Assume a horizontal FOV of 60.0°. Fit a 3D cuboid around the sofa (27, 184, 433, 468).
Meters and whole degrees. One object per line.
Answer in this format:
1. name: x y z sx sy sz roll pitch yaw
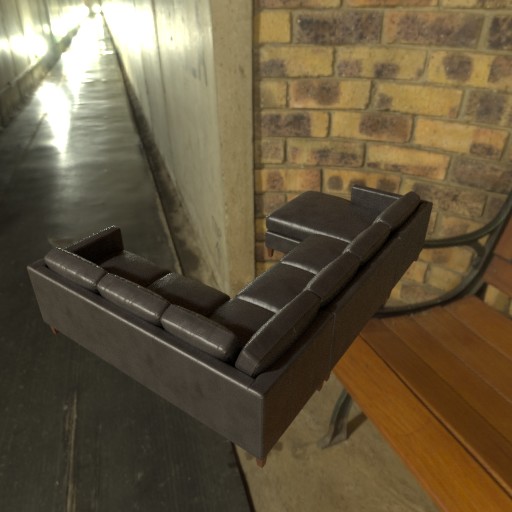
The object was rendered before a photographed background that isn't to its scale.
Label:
1. sofa: 0.000 0.000 4.472 2.452 0.891 3.324 20 37 29
